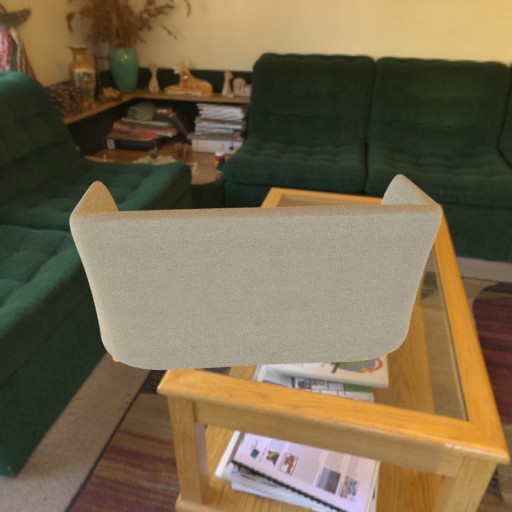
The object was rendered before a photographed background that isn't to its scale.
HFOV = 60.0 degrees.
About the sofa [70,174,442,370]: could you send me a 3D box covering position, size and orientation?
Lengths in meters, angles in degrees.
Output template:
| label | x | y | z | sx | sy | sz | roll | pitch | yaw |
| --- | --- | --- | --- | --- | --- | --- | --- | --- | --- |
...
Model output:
| label | x | y | z | sx | sy | sz | roll | pitch | yaw |
| --- | --- | --- | --- | --- | --- | --- | --- | --- | --- |
| sofa | 0.000 | 0.000 | 1.880 | 1.452 | 0.721 | 0.705 | -2 | 31 | -3 |
